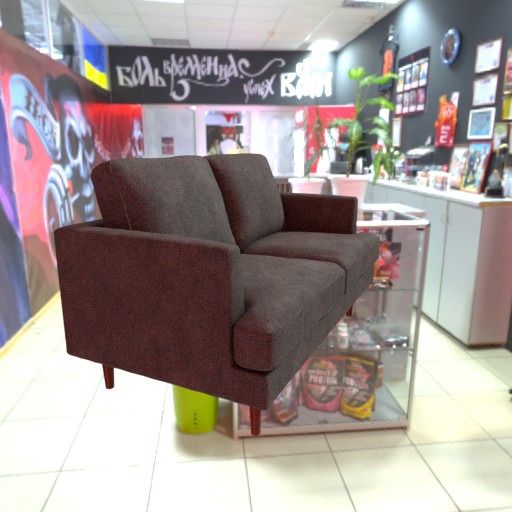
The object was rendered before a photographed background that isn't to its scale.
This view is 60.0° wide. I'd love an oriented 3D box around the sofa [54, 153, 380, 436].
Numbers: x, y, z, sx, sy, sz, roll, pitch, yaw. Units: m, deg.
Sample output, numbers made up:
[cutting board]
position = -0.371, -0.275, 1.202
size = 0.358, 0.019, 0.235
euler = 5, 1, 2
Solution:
[sofa]
position = 0.000, 0.000, 2.148
size = 0.903, 0.956, 1.582
euler = 7, 16, 26
